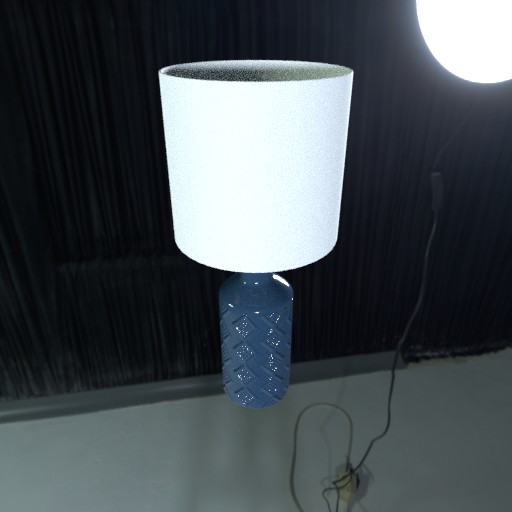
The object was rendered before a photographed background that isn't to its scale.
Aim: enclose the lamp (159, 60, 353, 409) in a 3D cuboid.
[{"bbox_3d":[0.000,0.000,0.589,0.207,0.461,0.207,-7,30,-13],"label":"lamp"}]
